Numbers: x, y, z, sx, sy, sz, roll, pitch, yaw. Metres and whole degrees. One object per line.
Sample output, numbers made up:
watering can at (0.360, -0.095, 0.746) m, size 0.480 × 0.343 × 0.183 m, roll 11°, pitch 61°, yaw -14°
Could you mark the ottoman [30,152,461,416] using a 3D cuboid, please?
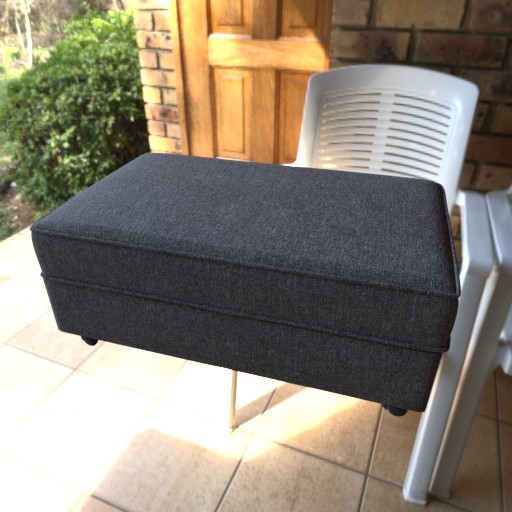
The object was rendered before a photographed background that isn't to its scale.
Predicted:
ottoman at (0.000, 0.000, 1.501) m, size 1.184 × 0.487 × 0.717 m, roll 9°, pitch 33°, yaw 14°
